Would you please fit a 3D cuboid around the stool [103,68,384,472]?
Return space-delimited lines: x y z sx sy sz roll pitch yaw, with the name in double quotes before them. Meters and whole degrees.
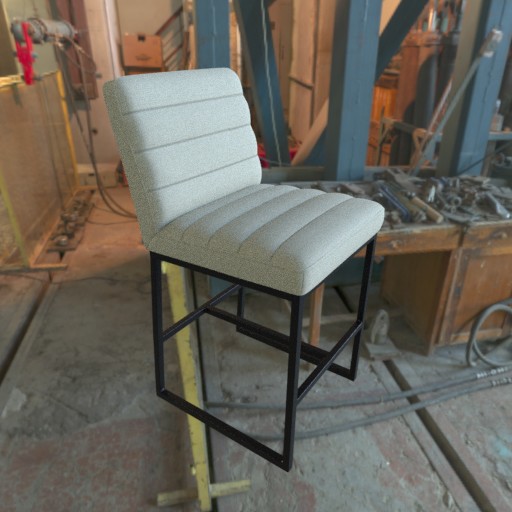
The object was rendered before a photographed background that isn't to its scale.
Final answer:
"stool" 0.000 0.000 1.237 0.560 0.940 0.460 17 31 31
